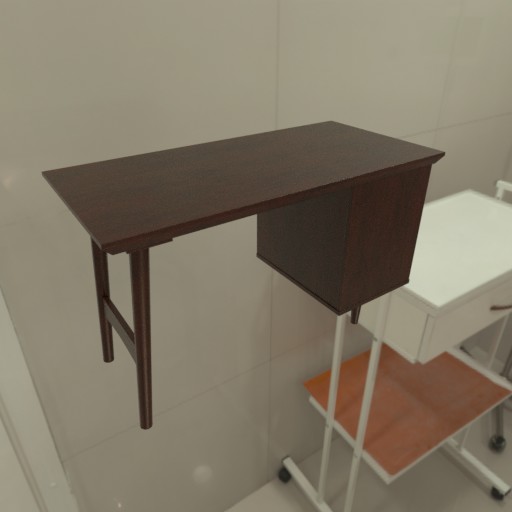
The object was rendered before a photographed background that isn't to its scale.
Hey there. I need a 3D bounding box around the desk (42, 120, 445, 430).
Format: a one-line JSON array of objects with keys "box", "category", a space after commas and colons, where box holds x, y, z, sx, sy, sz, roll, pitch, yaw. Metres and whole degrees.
[{"box": [0.000, 0.000, 1.727, 1.277, 0.758, 0.612, -19, 35, -30], "category": "desk"}]
